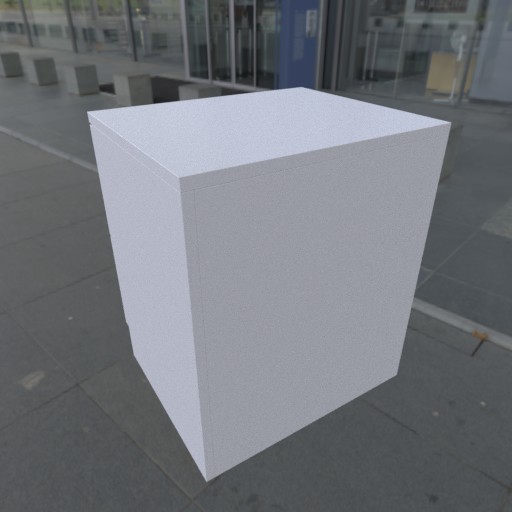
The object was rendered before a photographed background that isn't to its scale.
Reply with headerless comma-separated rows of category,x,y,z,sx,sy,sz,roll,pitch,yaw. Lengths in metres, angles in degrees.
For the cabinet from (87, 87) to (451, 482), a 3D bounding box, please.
cabinet,0.000,0.000,0.758,0.400,0.470,0.360,-18,34,-28
